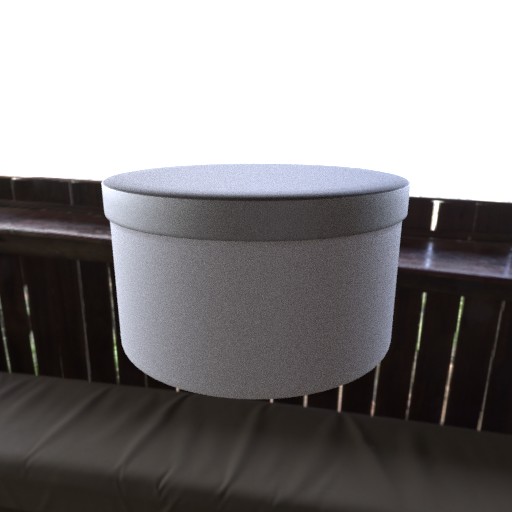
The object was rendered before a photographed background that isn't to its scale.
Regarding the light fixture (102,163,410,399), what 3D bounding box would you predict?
[{"bbox_3d":[0.000,0.000,0.626,0.393,0.229,0.393,0,16,0],"label":"light fixture"}]
